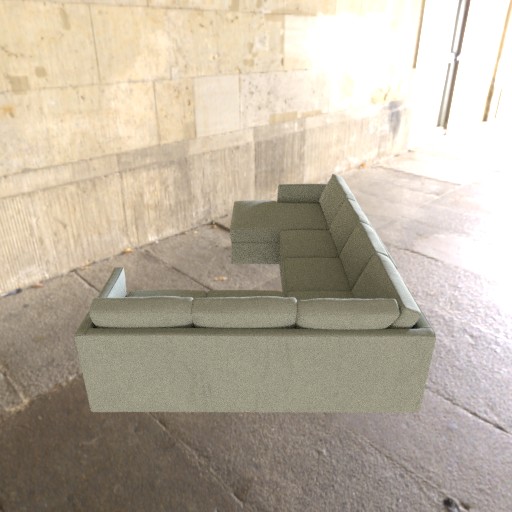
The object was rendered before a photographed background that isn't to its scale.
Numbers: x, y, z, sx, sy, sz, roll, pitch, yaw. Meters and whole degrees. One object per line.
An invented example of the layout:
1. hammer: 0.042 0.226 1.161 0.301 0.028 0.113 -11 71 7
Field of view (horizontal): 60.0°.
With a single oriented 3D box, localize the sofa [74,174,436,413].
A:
1. sofa: 0.000 0.000 4.576 2.440 0.869 3.434 0 26 0
